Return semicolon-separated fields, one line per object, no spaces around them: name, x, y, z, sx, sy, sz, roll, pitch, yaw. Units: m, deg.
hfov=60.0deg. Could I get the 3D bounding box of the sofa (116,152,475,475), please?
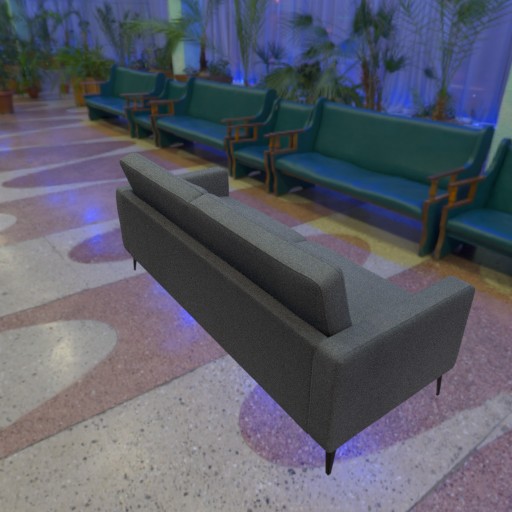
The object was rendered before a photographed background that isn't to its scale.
sofa;0.000;0.000;2.300;0.774;0.828;1.925;-19;34;-31
